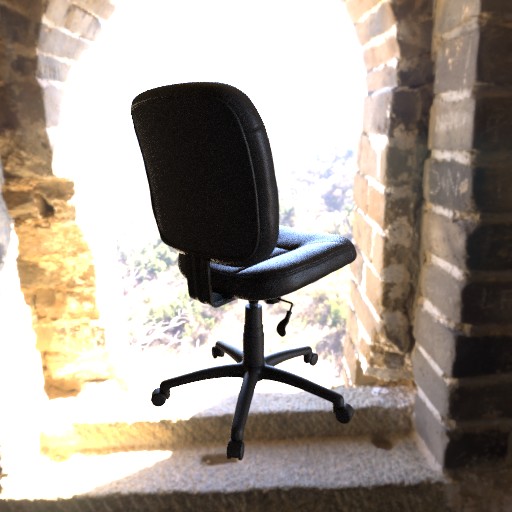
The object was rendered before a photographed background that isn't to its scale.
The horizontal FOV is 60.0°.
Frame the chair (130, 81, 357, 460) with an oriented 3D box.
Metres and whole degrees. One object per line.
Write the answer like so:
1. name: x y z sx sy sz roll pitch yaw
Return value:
1. chair: 0.000 0.000 1.379 0.647 0.959 0.646 13 19 43
